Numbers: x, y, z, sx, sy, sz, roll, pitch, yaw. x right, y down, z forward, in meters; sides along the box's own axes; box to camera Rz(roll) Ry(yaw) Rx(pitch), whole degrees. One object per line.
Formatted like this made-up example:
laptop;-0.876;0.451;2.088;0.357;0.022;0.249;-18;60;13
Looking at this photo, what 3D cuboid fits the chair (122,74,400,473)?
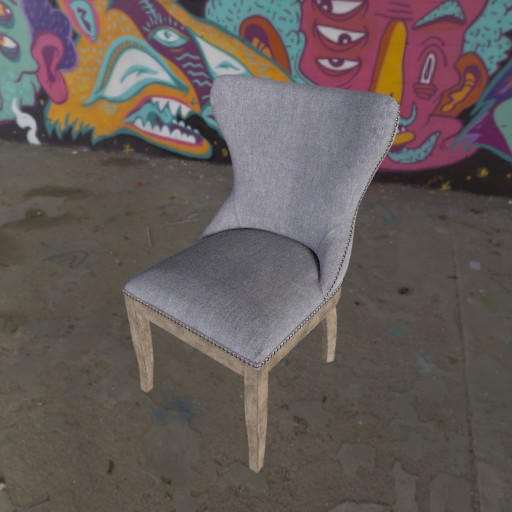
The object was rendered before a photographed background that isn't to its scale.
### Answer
chair;0.000;0.000;1.435;0.654;1.002;0.681;22;37;32
